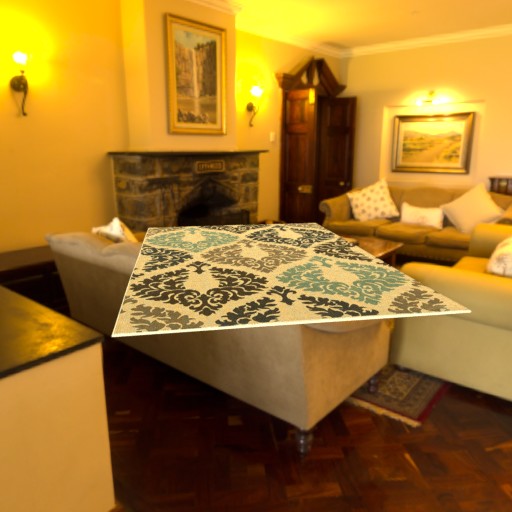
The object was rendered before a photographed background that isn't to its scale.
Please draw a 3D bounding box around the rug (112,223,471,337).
[{"bbox_3d":[0.000,0.000,2.889,1.514,0.014,2.275,-2,14,-10],"label":"rug"}]
